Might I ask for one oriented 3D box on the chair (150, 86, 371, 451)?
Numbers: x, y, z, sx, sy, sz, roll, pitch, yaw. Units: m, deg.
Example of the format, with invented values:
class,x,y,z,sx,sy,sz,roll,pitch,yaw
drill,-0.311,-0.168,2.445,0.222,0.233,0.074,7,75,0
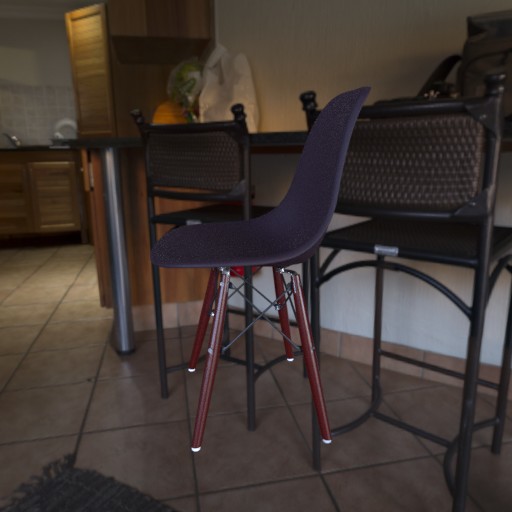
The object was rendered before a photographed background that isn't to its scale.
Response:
class,x,y,z,sx,sy,sz,roll,pitch,yaw
chair,0.000,0.000,1.150,0.533,0.826,0.470,-2,14,-10
